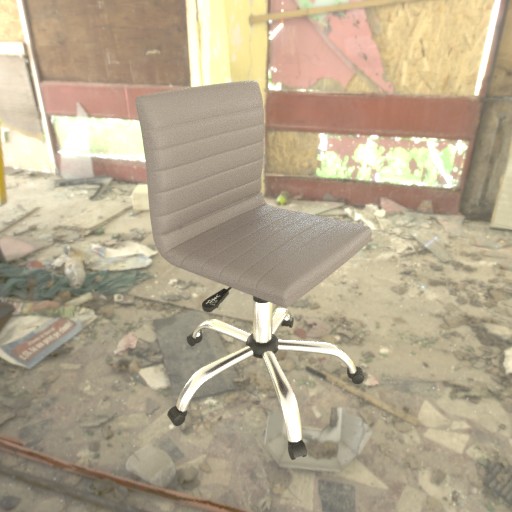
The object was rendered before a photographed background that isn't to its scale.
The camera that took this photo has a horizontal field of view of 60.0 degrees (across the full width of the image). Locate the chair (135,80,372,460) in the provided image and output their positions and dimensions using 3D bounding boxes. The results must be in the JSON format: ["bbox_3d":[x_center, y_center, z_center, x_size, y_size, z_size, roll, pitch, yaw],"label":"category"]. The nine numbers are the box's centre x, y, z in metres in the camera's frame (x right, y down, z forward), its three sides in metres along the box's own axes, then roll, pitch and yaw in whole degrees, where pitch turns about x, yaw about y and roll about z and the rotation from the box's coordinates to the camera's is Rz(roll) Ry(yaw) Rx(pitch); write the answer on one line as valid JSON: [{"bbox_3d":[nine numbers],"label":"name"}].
[{"bbox_3d":[0.000,0.000,1.108,0.530,0.780,0.556,19,33,33],"label":"chair"}]
